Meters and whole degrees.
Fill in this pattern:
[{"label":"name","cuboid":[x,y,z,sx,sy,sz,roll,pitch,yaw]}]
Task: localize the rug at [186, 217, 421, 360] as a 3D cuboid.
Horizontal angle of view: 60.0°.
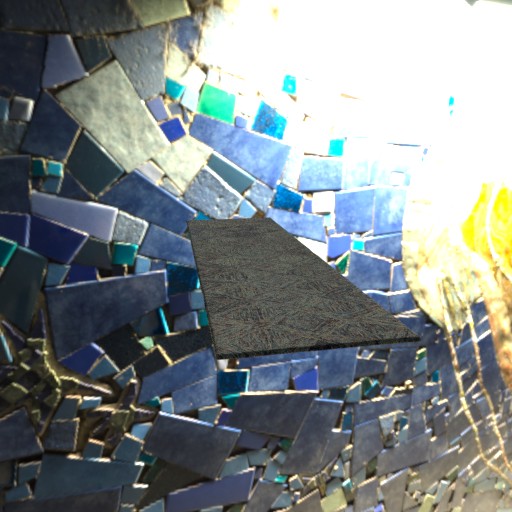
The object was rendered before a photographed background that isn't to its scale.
[{"label":"rug","cuboid":[0.000,0.000,2.494,0.688,0.015,2.292,-3,15,-11]}]
